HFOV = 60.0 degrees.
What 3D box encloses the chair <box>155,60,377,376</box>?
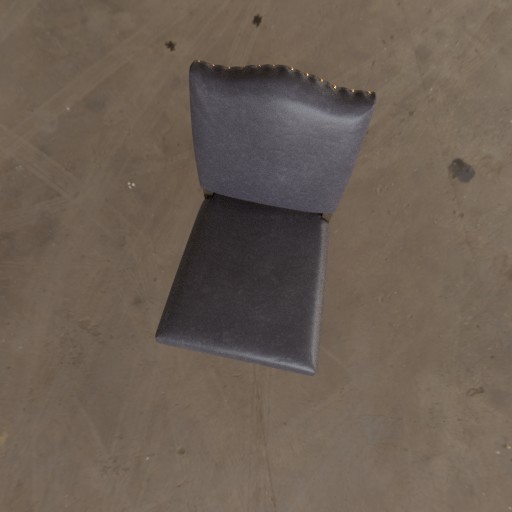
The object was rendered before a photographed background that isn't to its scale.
[{"bbox_3d":[0.000,0.000,1.366,0.500,0.991,0.633,11,76,3],"label":"chair"}]
